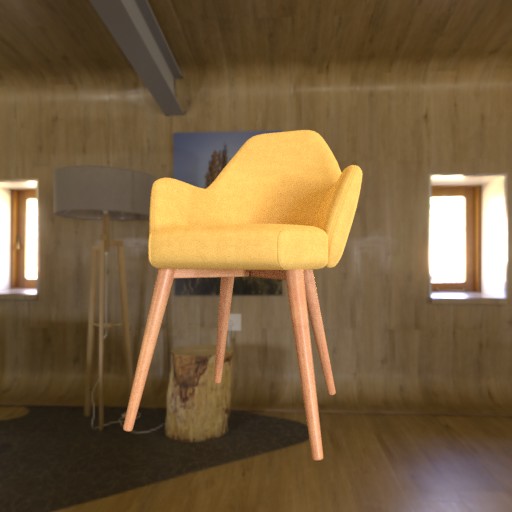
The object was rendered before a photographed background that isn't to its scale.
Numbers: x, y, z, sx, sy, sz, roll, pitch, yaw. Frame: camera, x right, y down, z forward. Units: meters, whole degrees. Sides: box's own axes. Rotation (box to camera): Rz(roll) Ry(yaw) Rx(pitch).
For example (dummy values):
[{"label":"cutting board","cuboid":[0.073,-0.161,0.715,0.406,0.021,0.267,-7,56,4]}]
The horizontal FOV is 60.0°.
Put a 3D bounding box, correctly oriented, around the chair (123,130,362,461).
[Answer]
[{"label":"chair","cuboid":[0.000,0.000,1.240,0.590,0.840,0.610,0,0,19]}]
